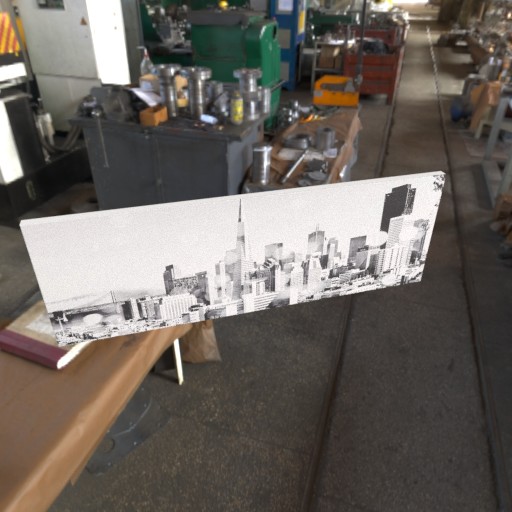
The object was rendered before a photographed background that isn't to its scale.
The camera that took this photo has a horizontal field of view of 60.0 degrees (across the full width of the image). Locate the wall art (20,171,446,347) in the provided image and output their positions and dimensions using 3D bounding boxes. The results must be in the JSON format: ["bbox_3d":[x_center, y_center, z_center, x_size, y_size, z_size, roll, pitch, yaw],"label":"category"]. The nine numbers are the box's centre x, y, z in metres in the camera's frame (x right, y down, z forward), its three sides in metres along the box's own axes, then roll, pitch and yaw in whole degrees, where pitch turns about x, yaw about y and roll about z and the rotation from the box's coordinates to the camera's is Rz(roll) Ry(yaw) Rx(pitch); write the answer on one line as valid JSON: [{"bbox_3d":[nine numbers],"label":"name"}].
[{"bbox_3d":[0.000,0.000,1.687,1.520,0.507,0.039,-9,33,-13],"label":"wall art"}]
